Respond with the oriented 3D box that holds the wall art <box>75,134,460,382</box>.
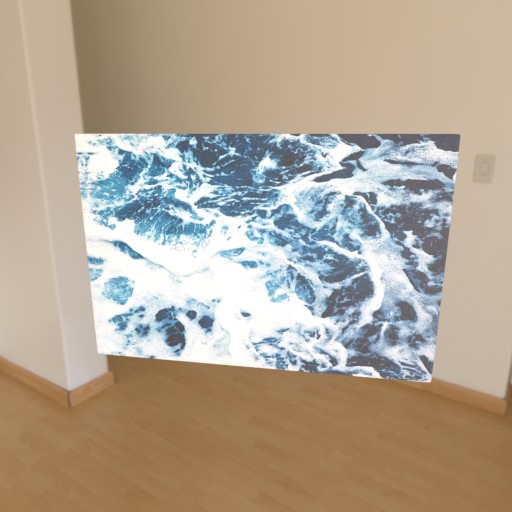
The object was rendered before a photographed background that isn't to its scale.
[{"bbox_3d":[0.000,0.000,0.765,0.609,0.407,0.043,3,16,9],"label":"wall art"}]
